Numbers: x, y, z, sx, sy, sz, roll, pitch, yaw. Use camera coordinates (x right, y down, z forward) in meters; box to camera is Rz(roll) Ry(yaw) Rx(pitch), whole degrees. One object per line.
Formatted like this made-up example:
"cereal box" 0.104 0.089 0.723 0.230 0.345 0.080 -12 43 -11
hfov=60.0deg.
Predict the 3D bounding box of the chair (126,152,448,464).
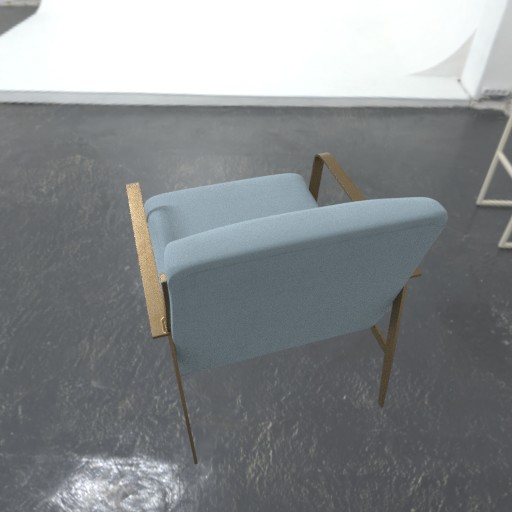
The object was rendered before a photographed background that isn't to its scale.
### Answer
"chair" 0.000 0.000 1.411 0.701 0.824 0.842 -12 43 -13
